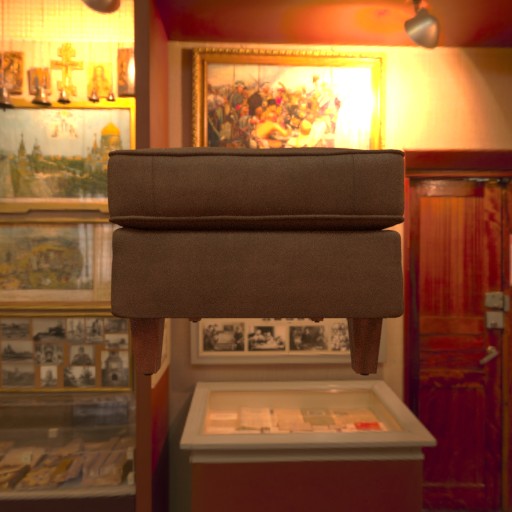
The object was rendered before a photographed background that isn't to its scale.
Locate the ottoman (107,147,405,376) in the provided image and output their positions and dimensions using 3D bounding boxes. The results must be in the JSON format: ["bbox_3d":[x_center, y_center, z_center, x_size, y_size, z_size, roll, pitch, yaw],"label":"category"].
[{"bbox_3d":[0.000,0.000,1.251,0.596,0.481,0.860,0,0,0],"label":"ottoman"}]
